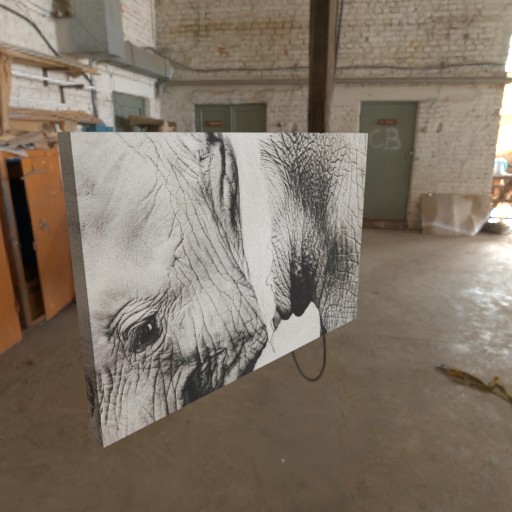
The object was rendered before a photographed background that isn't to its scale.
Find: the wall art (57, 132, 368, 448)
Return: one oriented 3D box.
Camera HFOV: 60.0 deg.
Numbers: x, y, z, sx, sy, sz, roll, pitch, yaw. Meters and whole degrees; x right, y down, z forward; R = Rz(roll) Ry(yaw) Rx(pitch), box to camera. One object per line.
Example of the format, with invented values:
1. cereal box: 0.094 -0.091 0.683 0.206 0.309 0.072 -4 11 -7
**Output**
1. wall art: 0.000 0.000 0.760 0.035 0.407 0.613 15 21 43
